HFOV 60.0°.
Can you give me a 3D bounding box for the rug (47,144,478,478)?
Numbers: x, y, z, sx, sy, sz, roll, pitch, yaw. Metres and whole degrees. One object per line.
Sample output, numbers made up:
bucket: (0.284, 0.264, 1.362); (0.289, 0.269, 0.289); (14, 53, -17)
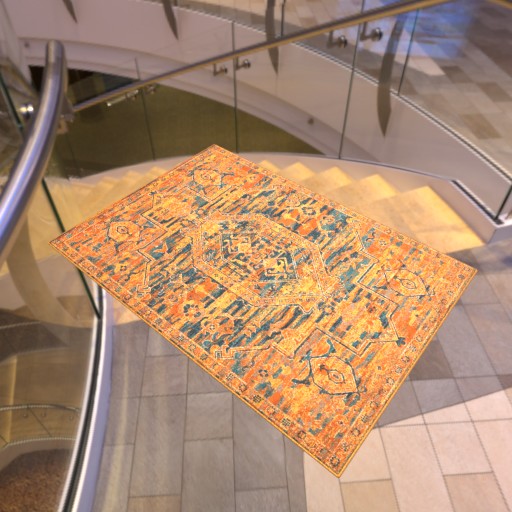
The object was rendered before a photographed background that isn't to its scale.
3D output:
rug: (0.000, 0.000, 3.646); (2.916, 0.019, 2.043); (31, 53, 27)
